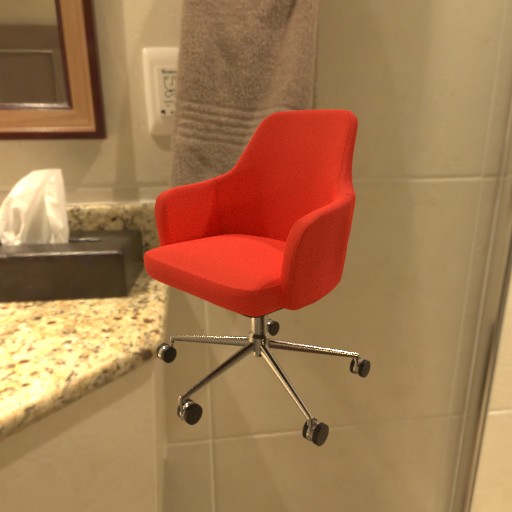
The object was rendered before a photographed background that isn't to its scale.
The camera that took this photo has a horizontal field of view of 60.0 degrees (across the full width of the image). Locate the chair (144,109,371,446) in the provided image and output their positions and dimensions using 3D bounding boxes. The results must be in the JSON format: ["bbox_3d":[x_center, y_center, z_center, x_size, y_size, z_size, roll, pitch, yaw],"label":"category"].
[{"bbox_3d":[0.000,0.000,1.287,0.655,0.820,0.600,15,22,42],"label":"chair"}]
